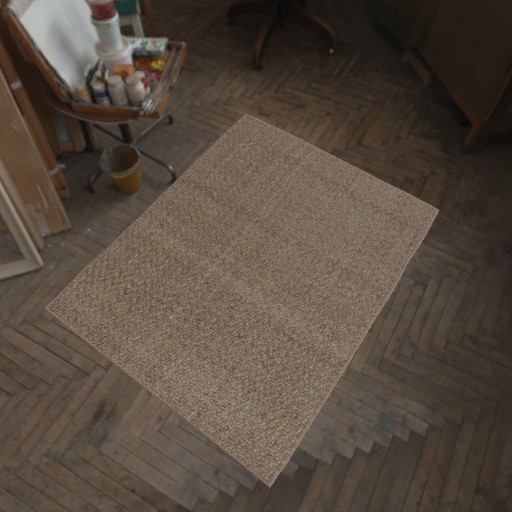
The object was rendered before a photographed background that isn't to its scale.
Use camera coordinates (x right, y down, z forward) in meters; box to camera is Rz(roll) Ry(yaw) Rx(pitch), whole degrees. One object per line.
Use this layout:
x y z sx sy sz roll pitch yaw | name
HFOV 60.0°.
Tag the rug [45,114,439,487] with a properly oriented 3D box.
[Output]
0.000 0.000 4.170 2.439 0.013 3.048 31 64 17 | rug
